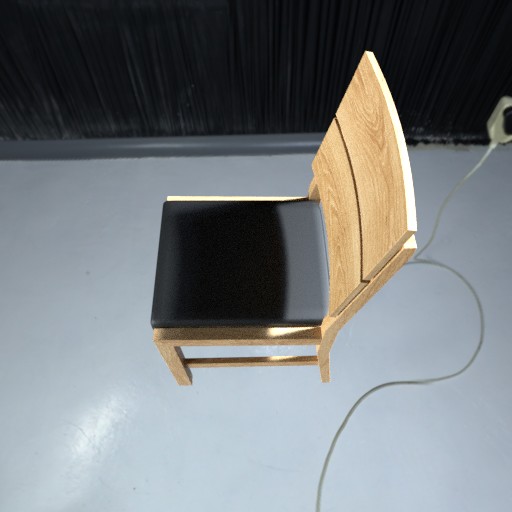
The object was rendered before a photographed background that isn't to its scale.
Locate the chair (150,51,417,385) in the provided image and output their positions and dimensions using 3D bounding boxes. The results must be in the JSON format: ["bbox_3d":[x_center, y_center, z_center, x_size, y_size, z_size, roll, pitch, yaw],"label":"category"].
[{"bbox_3d":[0.000,0.000,1.260,0.569,0.950,0.475,-1,59,-1],"label":"chair"}]
